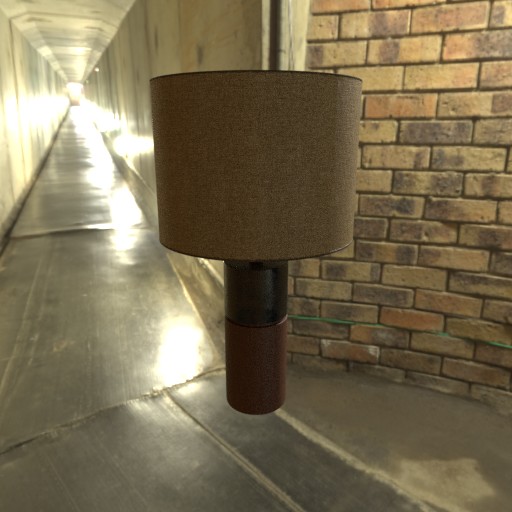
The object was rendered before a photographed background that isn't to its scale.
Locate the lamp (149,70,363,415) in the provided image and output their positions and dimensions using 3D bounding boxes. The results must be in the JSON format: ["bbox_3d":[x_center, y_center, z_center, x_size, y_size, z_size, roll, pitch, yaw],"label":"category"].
[{"bbox_3d":[0.000,0.000,0.479,0.202,0.350,0.202,0,16,0],"label":"lamp"}]
